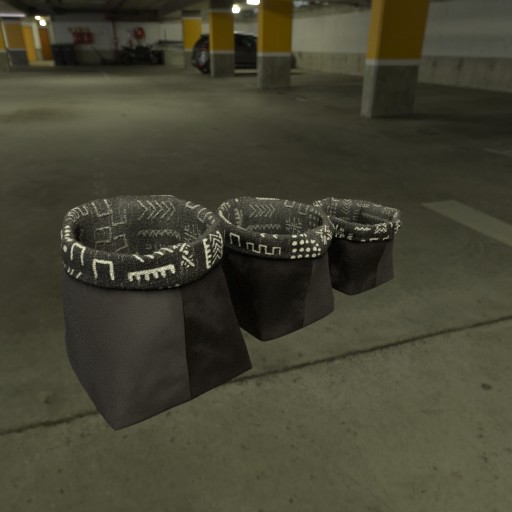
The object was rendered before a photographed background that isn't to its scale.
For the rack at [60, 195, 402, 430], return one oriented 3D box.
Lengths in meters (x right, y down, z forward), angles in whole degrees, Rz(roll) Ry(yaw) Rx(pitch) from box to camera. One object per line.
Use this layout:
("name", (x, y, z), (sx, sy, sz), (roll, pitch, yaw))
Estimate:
("rack", (0.000, 0.000, 1.084), (0.905, 0.323, 0.379), (-18, 31, -33))
